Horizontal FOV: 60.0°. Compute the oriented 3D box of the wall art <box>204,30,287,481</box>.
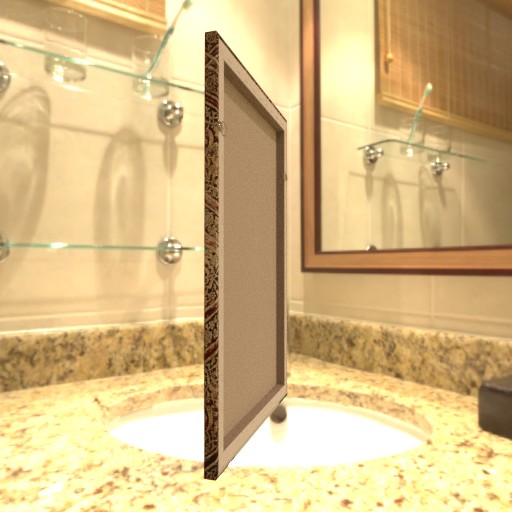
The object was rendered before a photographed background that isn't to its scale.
[{"bbox_3d":[0.000,0.000,0.780,0.020,0.599,0.397,0,-1,18],"label":"wall art"}]
